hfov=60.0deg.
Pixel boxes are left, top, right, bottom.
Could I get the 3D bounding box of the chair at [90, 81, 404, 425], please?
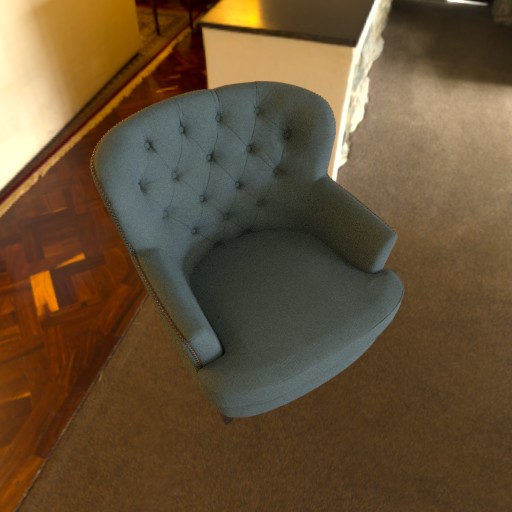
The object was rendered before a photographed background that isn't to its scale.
[{"bbox_3d":[0.000,0.000,1.581,0.848,0.868,0.906,-25,52,-21],"label":"chair"}]
